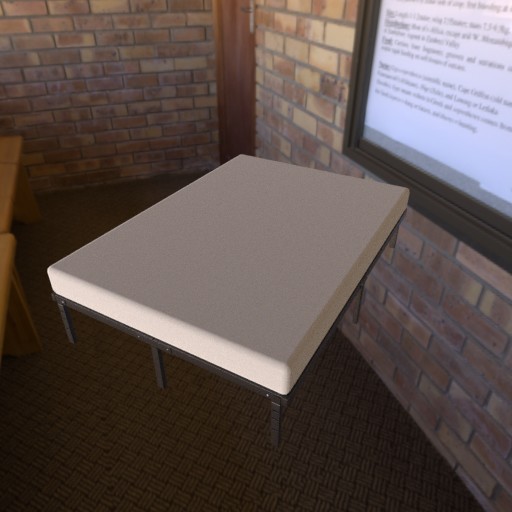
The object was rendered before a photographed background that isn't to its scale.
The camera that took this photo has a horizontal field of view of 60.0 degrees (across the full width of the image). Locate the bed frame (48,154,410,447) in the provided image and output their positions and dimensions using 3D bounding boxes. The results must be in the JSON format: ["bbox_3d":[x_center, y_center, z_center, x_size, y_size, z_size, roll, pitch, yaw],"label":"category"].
[{"bbox_3d":[0.000,0.000,3.806,2.205,0.680,2.842,22,39,30],"label":"bed frame"}]
